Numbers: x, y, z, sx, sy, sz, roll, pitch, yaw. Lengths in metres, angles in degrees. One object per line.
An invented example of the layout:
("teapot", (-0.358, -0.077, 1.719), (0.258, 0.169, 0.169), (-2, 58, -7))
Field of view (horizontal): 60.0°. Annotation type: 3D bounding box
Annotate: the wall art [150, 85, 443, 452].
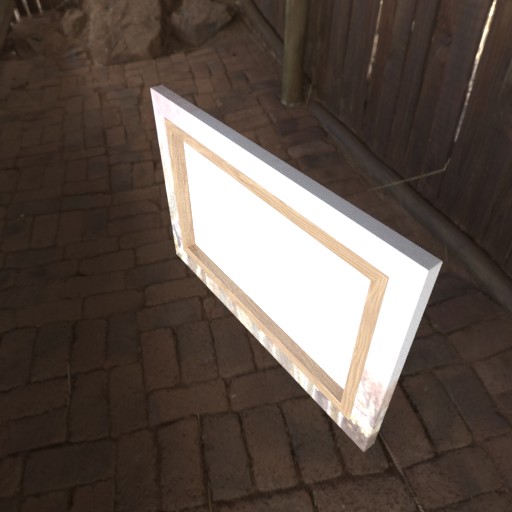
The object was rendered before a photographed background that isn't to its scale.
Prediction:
("wall art", (0.000, 0.000, 1.155), (0.040, 0.608, 0.916), (-27, 48, -27))
